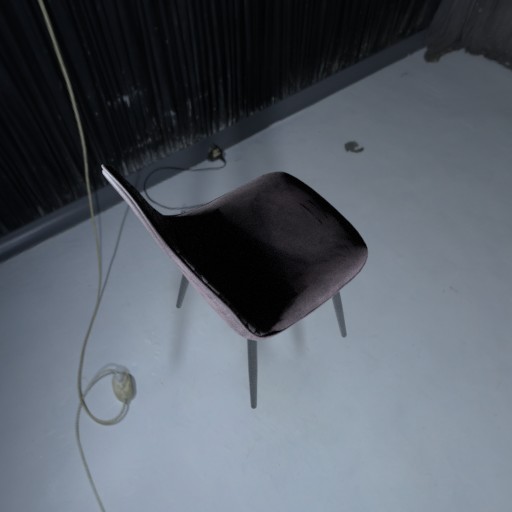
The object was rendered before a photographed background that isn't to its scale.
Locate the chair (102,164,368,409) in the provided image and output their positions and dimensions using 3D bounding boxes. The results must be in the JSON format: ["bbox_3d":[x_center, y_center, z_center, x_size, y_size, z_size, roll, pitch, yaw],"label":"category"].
[{"bbox_3d":[0.000,0.000,1.220,0.561,0.889,0.472,-33,63,-19],"label":"chair"}]
